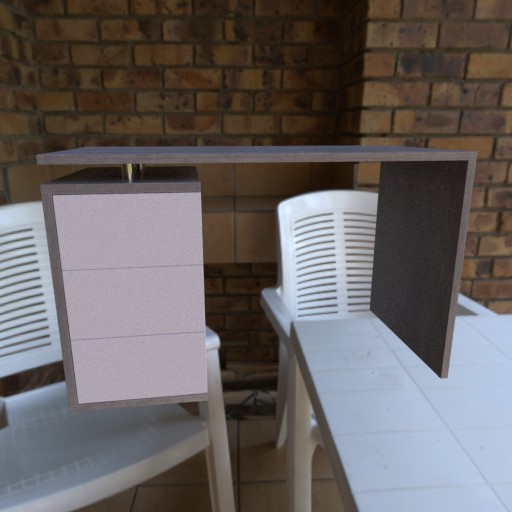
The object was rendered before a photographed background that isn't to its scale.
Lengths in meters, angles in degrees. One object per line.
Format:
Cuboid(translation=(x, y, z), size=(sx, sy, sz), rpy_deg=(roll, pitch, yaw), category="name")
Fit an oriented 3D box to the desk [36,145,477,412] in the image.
Cuboid(translation=(0.000, 0.000, 1.576), size=(1.200, 0.740, 0.600), rpy_deg=(-2, 16, -8), category="desk")
